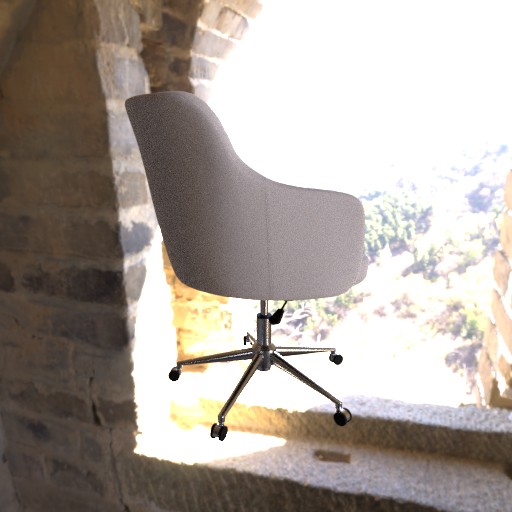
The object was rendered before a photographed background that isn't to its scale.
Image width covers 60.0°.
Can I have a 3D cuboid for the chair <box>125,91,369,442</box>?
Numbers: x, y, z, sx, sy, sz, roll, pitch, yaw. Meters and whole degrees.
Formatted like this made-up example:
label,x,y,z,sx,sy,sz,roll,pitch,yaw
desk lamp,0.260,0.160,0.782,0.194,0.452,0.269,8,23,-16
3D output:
label,x,y,z,sx,sy,sz,roll,pitch,yaw
chair,0.000,0.000,1.237,0.647,0.819,0.602,-8,17,-28
